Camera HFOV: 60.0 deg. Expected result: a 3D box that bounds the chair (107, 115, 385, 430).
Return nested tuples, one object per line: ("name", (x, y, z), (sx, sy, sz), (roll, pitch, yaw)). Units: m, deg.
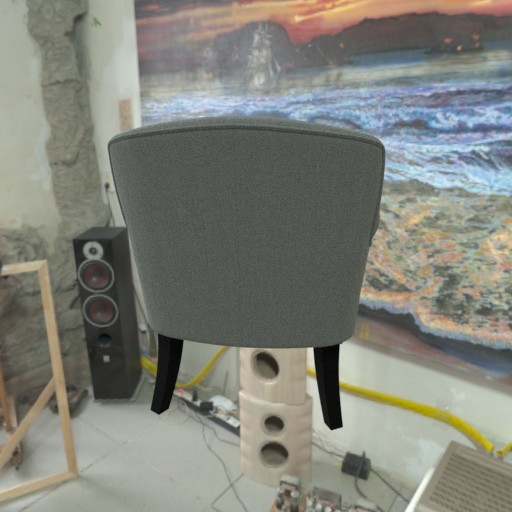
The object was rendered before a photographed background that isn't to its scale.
("chair", (0.000, 0.000, 1.481), (0.772, 0.880, 0.755), (2, 16, 8))
